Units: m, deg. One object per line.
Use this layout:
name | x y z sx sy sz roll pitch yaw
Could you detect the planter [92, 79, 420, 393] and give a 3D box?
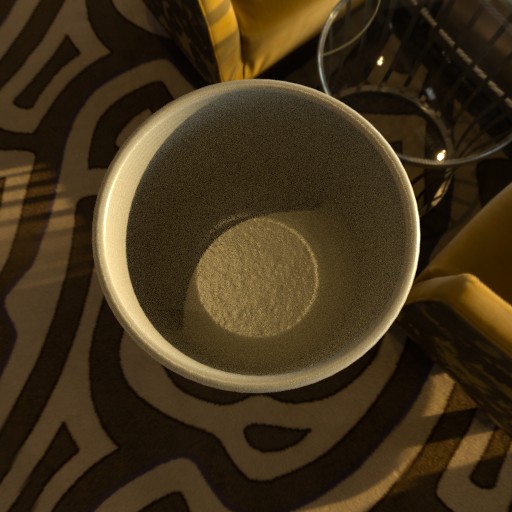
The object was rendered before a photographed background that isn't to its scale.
planter | 0.000 0.000 0.219 0.124 0.109 0.124 0 76 0
